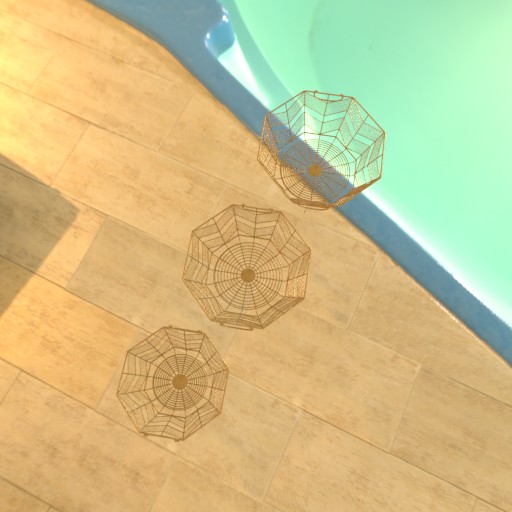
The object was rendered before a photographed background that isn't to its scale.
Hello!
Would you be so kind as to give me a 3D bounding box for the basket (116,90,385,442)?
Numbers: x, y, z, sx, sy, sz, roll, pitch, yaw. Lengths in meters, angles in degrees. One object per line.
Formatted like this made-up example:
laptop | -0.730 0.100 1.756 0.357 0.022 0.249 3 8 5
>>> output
basket | 0.000 0.000 1.426 0.432 0.178 1.245 31 76 8
